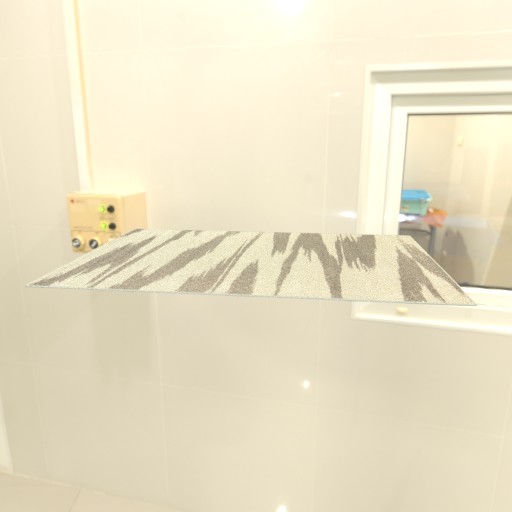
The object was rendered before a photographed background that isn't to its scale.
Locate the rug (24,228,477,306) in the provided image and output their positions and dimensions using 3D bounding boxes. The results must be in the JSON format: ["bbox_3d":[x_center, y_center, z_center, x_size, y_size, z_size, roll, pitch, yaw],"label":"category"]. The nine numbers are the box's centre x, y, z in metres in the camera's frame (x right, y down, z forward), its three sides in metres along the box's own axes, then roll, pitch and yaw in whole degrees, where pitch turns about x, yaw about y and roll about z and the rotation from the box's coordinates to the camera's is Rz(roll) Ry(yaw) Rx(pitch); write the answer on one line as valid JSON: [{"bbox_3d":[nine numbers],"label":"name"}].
[{"bbox_3d":[0.000,0.000,2.347,1.827,0.008,1.225,2,15,7],"label":"rug"}]
